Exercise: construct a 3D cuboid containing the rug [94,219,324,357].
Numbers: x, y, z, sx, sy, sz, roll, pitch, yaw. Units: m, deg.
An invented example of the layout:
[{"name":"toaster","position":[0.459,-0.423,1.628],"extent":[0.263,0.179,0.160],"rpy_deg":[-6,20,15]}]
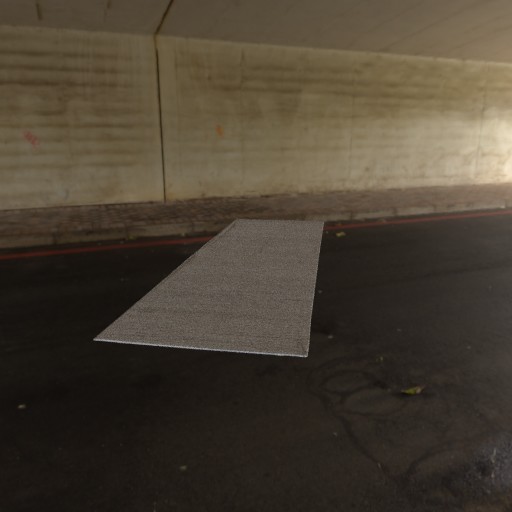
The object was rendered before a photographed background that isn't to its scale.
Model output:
[{"name":"rug","position":[0.000,0.000,2.608],"extent":[0.741,0.014,2.390],"rpy_deg":[3,15,9]}]
